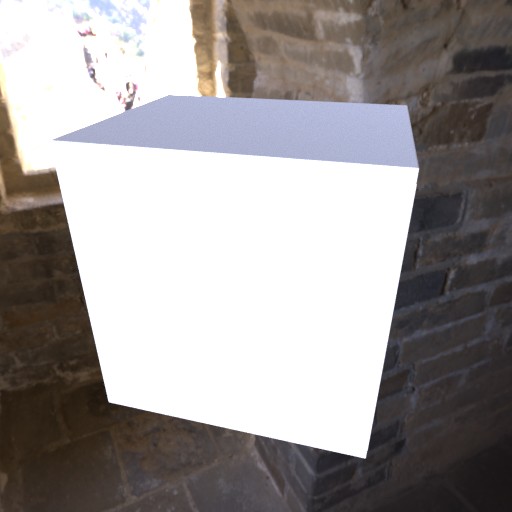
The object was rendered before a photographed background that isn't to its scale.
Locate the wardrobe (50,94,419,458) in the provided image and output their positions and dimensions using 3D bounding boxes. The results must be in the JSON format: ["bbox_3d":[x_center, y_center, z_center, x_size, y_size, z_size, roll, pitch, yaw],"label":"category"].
[{"bbox_3d":[0.000,0.000,0.867,0.500,0.520,0.400,7,30,13],"label":"wardrobe"}]
